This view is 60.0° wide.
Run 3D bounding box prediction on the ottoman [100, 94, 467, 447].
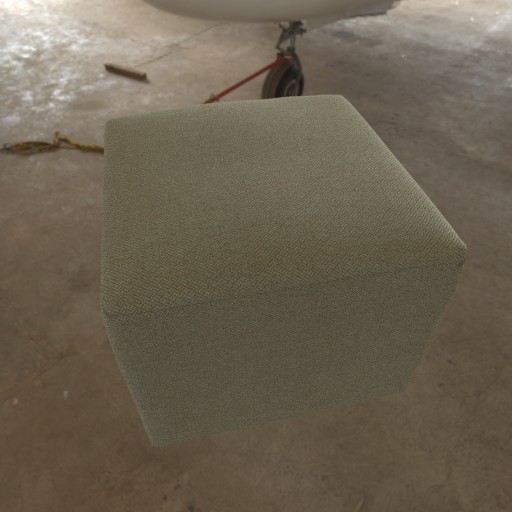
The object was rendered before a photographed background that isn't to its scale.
[{"bbox_3d":[0.000,0.000,0.881,0.512,0.453,0.521,-9,46,-9],"label":"ottoman"}]
